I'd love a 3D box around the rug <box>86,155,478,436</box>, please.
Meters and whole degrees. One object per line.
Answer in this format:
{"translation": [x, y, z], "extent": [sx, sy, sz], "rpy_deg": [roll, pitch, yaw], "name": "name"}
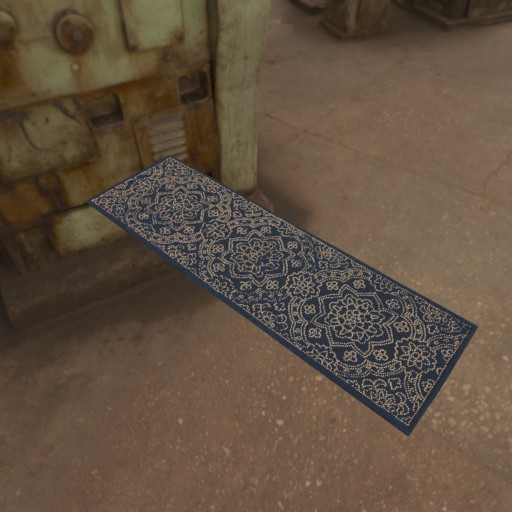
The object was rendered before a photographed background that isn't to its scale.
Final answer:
{"translation": [0.000, 0.000, 2.683], "extent": [2.448, 0.012, 0.769], "rpy_deg": [32, 54, 27], "name": "rug"}
